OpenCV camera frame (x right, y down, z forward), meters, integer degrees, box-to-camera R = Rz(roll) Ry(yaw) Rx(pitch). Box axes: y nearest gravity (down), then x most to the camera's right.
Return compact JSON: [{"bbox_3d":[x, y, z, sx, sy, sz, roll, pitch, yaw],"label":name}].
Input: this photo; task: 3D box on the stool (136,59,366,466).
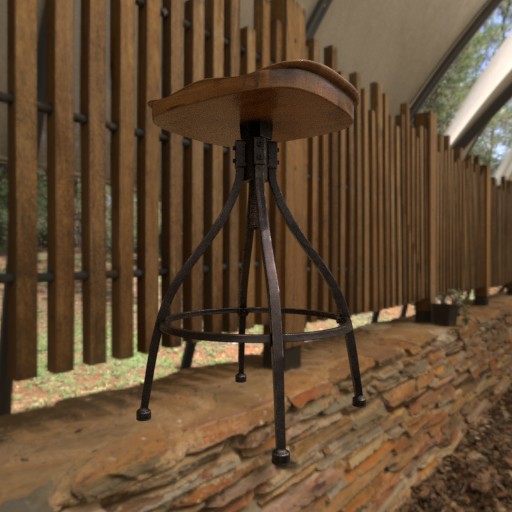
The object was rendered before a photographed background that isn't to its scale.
[{"bbox_3d":[0.000,0.000,0.987,0.432,0.694,0.424,0,0,35],"label":"stool"}]
